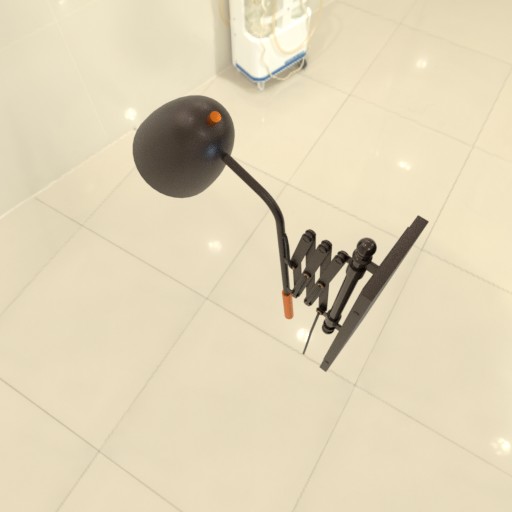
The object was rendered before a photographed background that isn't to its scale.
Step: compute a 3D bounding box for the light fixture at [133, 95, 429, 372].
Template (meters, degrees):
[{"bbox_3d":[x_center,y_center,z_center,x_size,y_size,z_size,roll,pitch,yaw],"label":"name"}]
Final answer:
[{"bbox_3d":[0.000,0.000,0.929,0.499,0.715,0.162,35,68,16],"label":"light fixture"}]
